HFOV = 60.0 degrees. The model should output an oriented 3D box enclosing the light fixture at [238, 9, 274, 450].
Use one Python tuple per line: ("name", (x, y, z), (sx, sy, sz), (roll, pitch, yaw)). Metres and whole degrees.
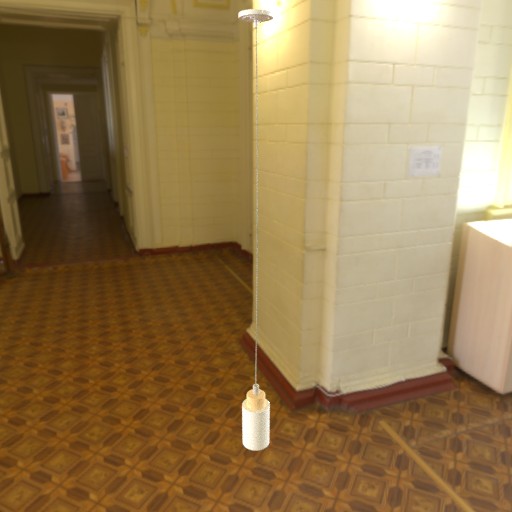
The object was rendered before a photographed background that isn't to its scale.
("light fixture", (0.000, 0.000, 1.826), (0.125, 1.798, 0.125), (7, 17, 24))
